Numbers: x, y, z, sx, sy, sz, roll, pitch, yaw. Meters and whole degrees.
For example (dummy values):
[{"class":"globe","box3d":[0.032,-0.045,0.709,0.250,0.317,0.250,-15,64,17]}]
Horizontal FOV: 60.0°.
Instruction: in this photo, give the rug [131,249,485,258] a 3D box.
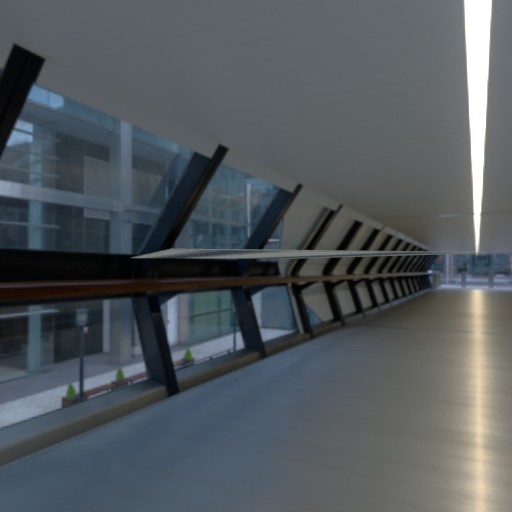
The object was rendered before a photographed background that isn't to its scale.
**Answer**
[{"class":"rug","box3d":[0.000,0.000,3.058,1.519,0.003,2.453,0,-1,-19]}]
